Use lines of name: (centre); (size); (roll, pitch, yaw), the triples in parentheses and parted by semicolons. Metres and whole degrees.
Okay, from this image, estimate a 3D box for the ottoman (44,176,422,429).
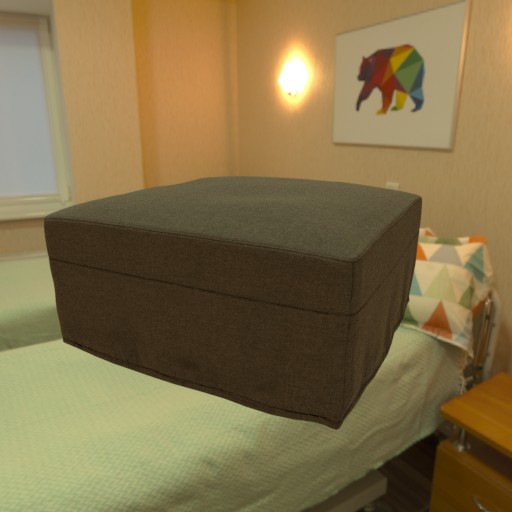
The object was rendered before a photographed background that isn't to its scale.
ottoman: (0.000, 0.000, 1.343); (0.840, 0.436, 0.843); (8, 18, 26)
